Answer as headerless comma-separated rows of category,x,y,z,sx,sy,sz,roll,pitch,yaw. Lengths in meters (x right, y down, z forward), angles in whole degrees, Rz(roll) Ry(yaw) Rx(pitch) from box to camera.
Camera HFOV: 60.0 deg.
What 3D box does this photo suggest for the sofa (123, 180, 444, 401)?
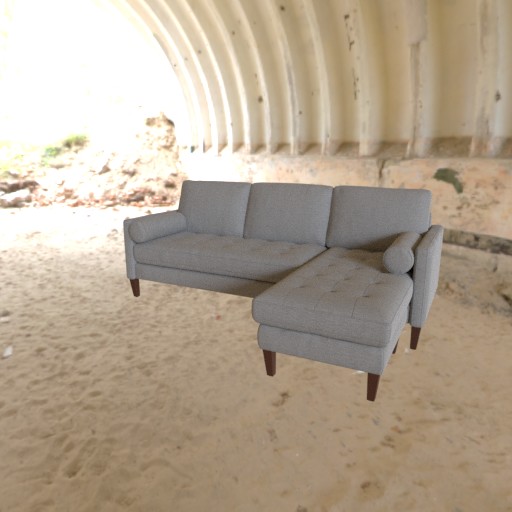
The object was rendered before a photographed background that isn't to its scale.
sofa,0.000,0.000,2.941,2.178,0.875,1.506,7,15,26
